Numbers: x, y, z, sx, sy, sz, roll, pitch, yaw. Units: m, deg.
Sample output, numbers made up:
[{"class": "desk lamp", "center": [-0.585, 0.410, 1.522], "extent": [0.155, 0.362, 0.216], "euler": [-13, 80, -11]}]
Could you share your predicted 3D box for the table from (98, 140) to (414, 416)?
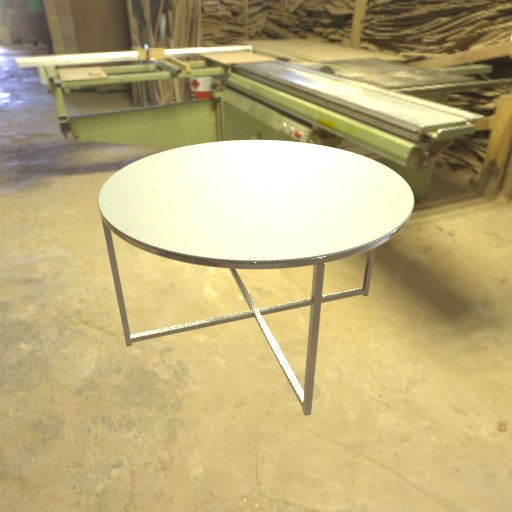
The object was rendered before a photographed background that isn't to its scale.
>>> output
[{"class": "table", "center": [0.000, 0.000, 1.286], "extent": [0.800, 0.450, 0.800], "euler": [0, 30, 0]}]
